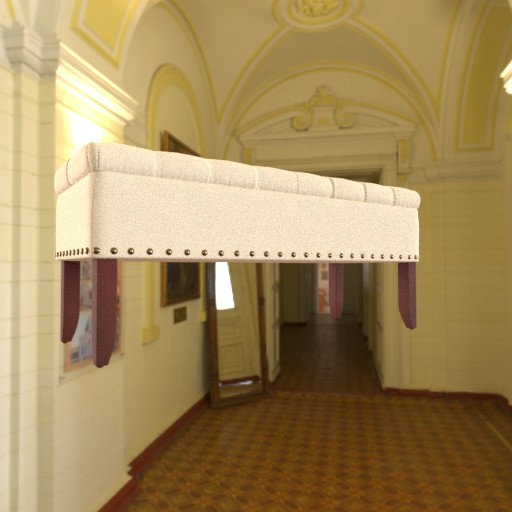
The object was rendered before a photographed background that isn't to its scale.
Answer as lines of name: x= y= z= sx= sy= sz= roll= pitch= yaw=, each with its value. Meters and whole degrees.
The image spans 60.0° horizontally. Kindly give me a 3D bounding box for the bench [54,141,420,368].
bench: x=0.000 y=0.000 z=1.311 sx=1.054 sy=0.470 sz=0.400 roll=1 pitch=-2 yaw=-34
